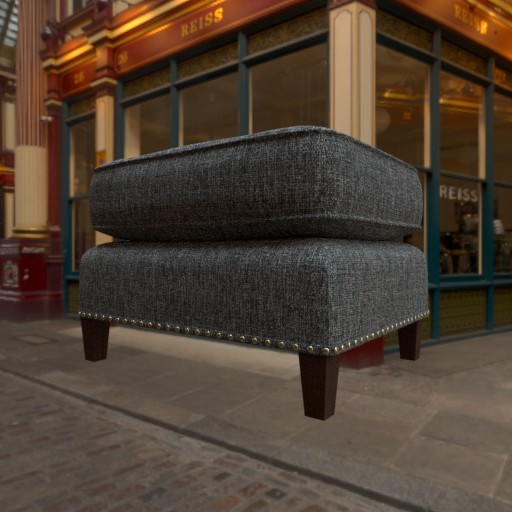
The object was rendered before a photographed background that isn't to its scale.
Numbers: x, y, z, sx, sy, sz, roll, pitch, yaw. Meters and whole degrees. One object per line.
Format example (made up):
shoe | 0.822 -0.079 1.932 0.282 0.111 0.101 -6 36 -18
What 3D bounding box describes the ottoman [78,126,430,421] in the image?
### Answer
ottoman | 0.000 0.000 1.159 0.738 0.537 0.589 1 1 36
